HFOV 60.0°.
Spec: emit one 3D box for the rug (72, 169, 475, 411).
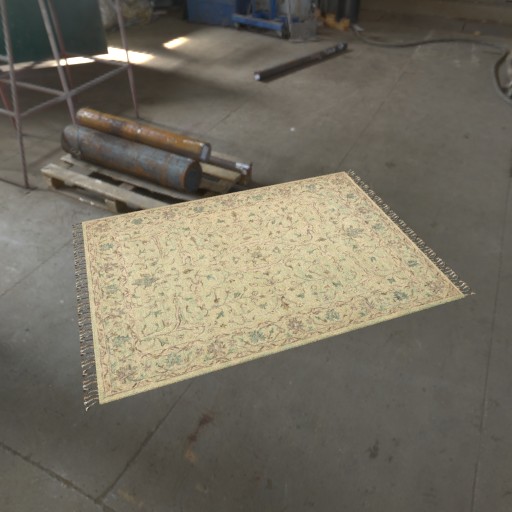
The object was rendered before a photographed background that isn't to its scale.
[{"bbox_3d":[0.000,0.000,2.329,1.802,0.008,1.247,-13,43,-14],"label":"rug"}]
